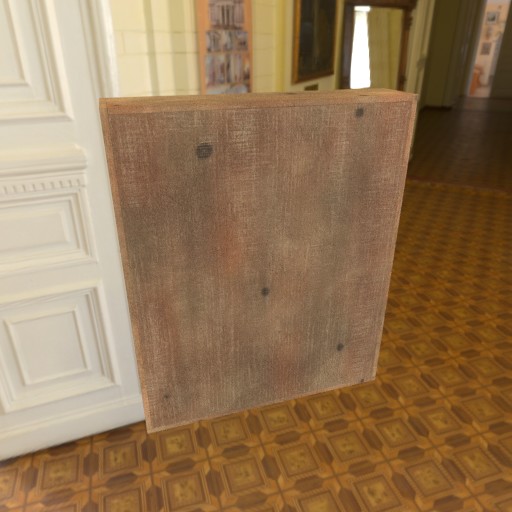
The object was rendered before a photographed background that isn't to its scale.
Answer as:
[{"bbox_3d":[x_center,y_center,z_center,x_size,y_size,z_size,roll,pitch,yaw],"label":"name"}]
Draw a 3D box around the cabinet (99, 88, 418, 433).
[{"bbox_3d":[0.000,0.000,0.853,0.489,0.590,0.184,-8,27,-16],"label":"cabinet"}]
